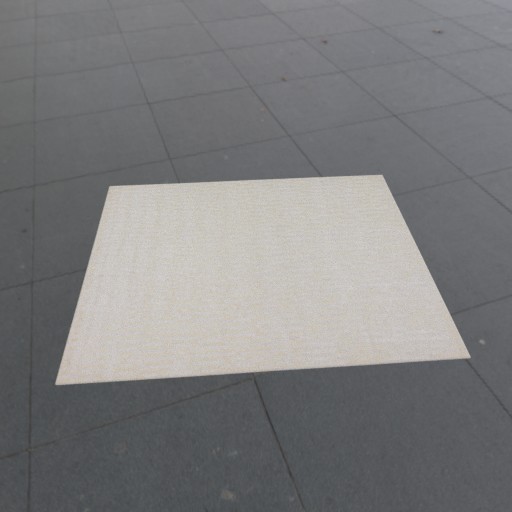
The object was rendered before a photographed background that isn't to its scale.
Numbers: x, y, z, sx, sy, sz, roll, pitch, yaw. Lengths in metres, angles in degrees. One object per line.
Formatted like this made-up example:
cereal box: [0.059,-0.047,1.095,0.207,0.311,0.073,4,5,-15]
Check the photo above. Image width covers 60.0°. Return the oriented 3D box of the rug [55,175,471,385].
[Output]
rug: [0.000,0.000,4.097,3.055,0.021,2.410,-3,45,-3]
